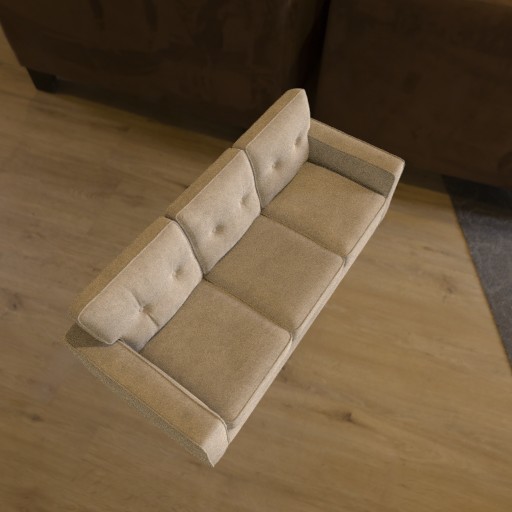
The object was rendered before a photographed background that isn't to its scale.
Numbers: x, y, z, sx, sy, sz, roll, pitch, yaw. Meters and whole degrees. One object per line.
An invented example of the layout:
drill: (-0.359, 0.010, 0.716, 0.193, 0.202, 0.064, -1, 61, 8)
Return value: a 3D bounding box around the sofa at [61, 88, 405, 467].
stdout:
sofa: (0.000, 0.000, 2.674, 0.939, 0.965, 2.133, 30, 62, 18)
